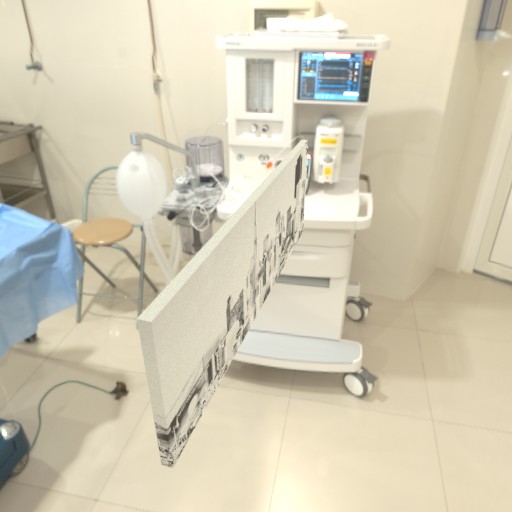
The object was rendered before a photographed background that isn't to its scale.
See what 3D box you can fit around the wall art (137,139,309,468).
[{"bbox_3d":[0.000,0.000,1.715,0.039,0.507,1.520,10,31,16],"label":"wall art"}]
